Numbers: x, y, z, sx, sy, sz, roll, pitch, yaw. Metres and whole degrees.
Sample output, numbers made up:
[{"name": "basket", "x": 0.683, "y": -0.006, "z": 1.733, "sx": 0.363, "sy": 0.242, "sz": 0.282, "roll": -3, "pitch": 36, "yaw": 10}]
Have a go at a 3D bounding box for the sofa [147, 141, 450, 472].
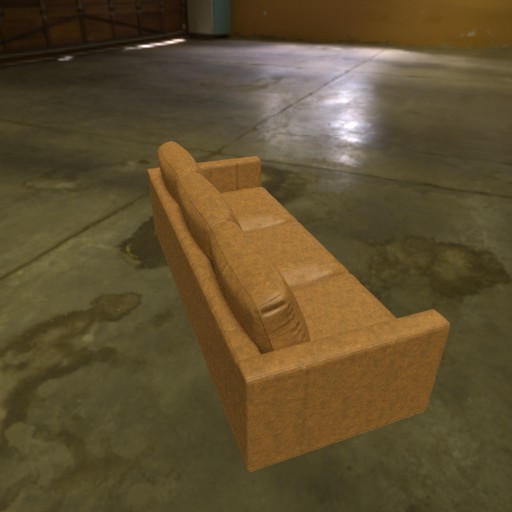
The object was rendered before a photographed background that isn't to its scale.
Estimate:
[{"name": "sofa", "x": 0.000, "y": 0.000, "z": 2.650, "sx": 0.903, "sy": 0.930, "sz": 2.231, "roll": -11, "pitch": 33, "yaw": -17}]
